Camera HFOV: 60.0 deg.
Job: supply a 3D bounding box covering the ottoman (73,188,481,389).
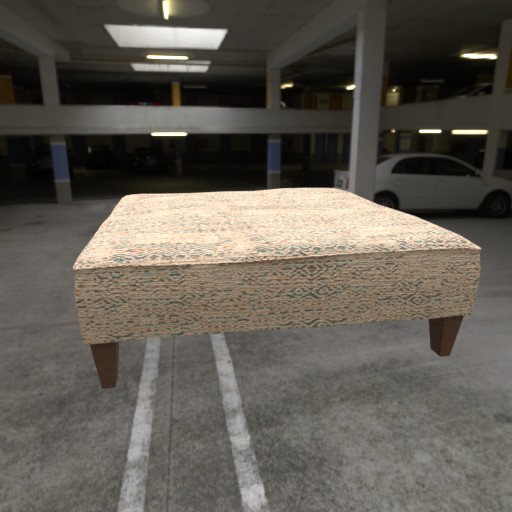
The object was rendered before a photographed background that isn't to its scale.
[{"bbox_3d":[0.000,0.000,1.514,0.968,0.356,1.004,-3,16,-10],"label":"ottoman"}]
